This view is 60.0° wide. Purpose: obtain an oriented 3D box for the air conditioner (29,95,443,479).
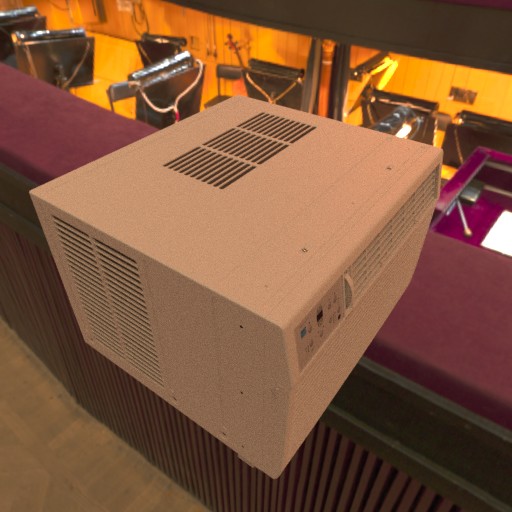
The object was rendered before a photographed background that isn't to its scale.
[{"bbox_3d":[0.000,0.000,1.043,0.599,0.455,0.645,25,45,27],"label":"air conditioner"}]
